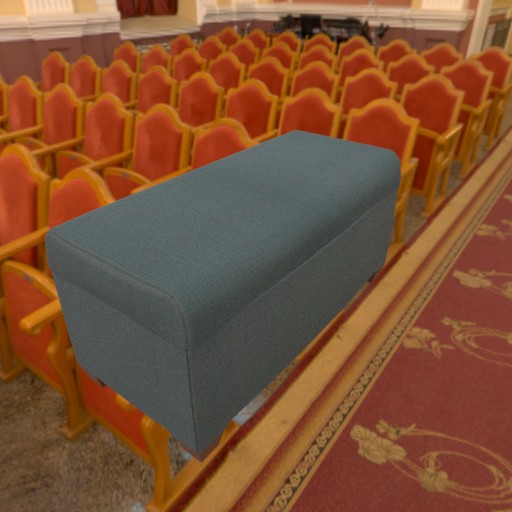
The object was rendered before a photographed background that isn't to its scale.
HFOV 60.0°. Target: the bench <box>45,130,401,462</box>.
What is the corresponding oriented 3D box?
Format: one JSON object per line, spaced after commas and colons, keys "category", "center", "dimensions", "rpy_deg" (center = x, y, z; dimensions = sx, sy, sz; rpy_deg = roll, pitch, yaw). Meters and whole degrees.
{"category": "bench", "center": [0.000, 0.000, 1.278], "dimensions": [0.476, 0.474, 0.995], "rpy_deg": [21, 37, 31]}
